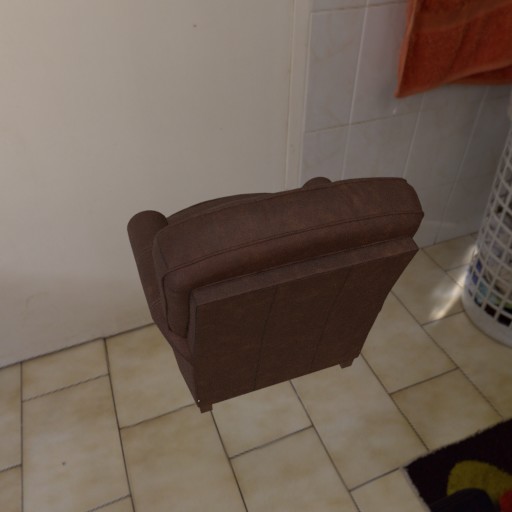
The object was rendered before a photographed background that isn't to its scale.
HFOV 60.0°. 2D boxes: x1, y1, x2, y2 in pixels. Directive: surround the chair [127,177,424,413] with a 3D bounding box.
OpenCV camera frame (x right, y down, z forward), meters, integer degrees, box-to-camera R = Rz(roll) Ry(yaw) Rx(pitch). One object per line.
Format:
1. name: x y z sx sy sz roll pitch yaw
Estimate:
1. chair: 0.000 0.000 1.790 0.936 1.018 0.986 -13 43 -14
